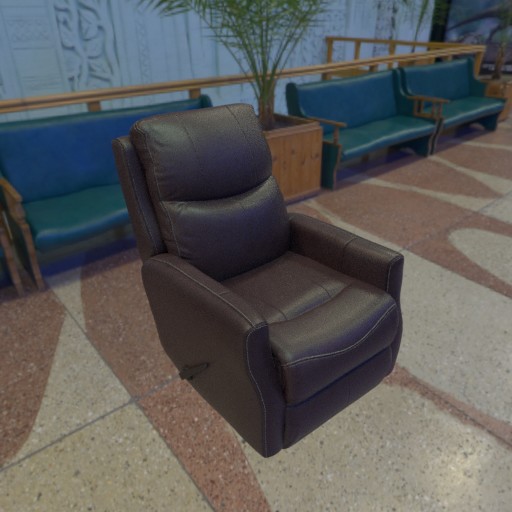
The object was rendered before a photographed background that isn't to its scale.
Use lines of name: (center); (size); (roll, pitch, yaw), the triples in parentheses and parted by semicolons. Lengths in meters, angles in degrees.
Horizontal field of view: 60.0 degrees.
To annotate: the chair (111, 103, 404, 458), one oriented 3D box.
chair: (0.000, 0.000, 1.795); (0.829, 1.030, 1.080); (-21, 36, -32)
